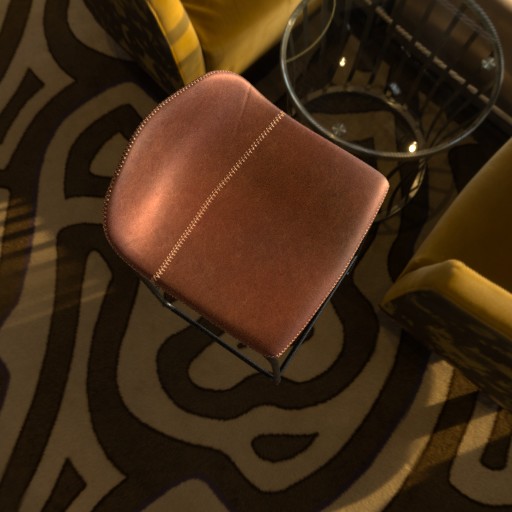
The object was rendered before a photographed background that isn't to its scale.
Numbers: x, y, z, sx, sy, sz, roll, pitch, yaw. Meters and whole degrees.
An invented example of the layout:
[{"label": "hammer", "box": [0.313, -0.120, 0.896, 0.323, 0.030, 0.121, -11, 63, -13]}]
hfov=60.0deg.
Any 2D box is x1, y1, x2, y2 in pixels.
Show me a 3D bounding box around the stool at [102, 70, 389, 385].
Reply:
[{"label": "stool", "box": [0.000, 0.000, 1.119, 0.473, 0.830, 0.454, 33, 77, 8]}]
